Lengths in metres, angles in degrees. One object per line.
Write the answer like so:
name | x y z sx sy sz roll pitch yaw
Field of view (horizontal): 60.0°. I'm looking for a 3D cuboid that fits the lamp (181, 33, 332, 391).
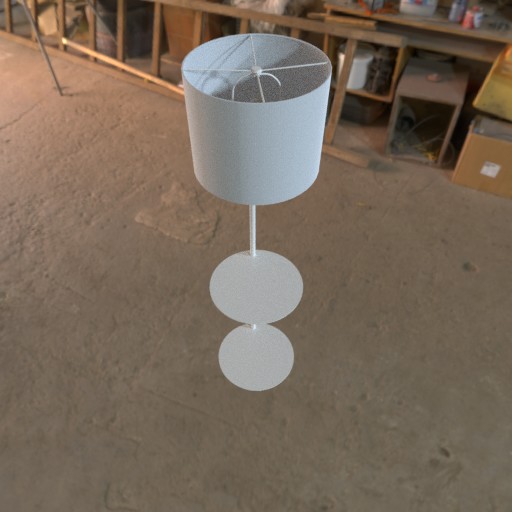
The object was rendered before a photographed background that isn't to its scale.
lamp | 0.000 0.000 1.657 0.372 1.465 0.405 -4 49 -3
